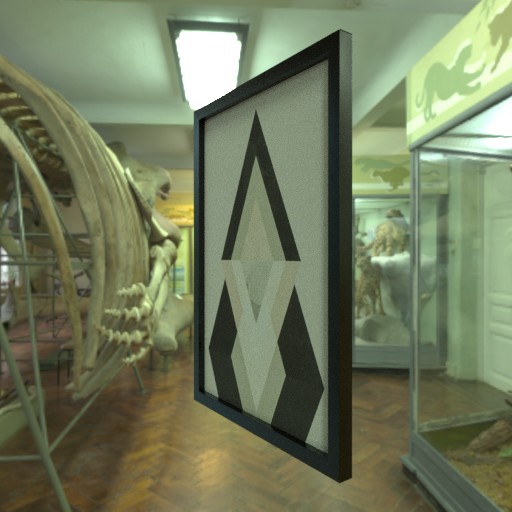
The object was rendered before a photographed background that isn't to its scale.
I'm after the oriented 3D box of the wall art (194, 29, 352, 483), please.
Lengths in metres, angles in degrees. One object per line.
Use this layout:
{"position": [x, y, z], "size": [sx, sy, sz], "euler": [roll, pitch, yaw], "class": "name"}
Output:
{"position": [0.000, 0.000, 0.577], "size": [0.019, 0.455, 0.314], "euler": [0, 0, -35], "class": "wall art"}
